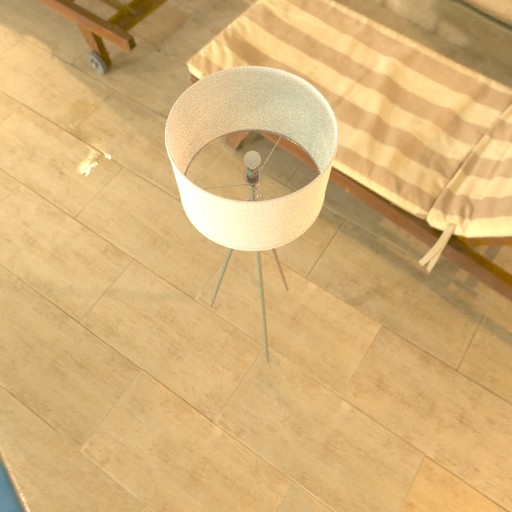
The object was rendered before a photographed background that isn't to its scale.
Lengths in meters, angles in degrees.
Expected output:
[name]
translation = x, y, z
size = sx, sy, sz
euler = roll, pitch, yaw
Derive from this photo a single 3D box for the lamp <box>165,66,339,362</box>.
[lamp]
translation = 0.000, 0.000, 1.753
size = 0.448, 1.545, 0.458
euler = 37, 71, 15
